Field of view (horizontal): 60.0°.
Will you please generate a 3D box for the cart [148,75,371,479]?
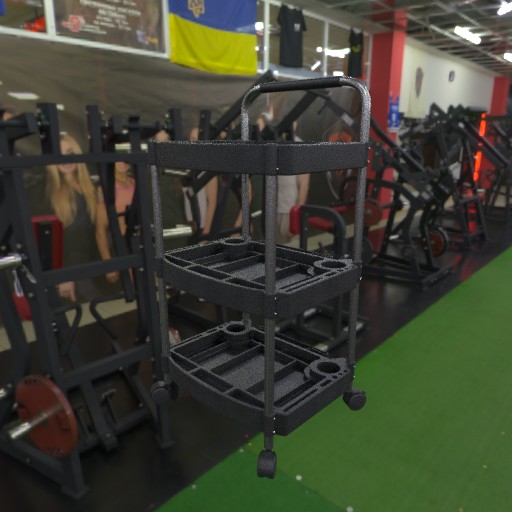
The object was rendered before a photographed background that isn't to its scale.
[{"bbox_3d":[0.000,0.000,1.405,0.584,1.075,0.518,14,21,42],"label":"cart"}]
